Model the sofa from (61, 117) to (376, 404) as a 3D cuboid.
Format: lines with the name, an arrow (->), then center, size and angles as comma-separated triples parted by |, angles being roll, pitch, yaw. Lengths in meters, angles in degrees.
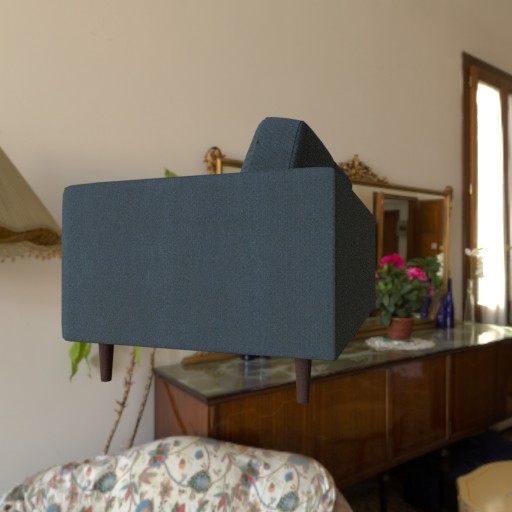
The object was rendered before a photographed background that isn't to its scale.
sofa -> 0.000, 0.000, 2.115 | 0.999, 0.930, 1.518 | 0, 0, 19
